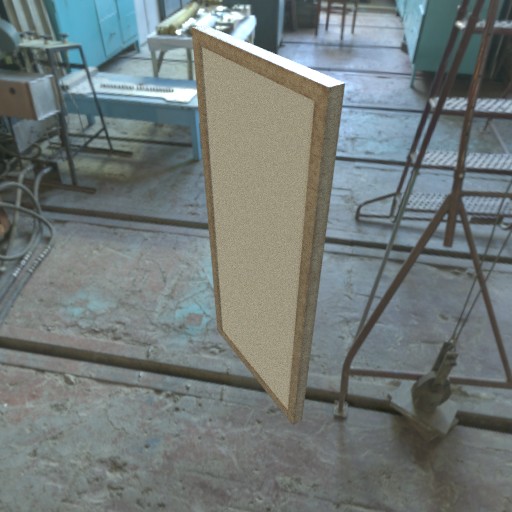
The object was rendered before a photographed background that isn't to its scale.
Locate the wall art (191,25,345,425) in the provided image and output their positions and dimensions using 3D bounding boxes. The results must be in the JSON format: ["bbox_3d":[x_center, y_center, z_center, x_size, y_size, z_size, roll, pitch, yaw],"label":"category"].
[{"bbox_3d":[0.000,0.000,1.675,0.051,1.461,0.648,-24,46,-26],"label":"wall art"}]
